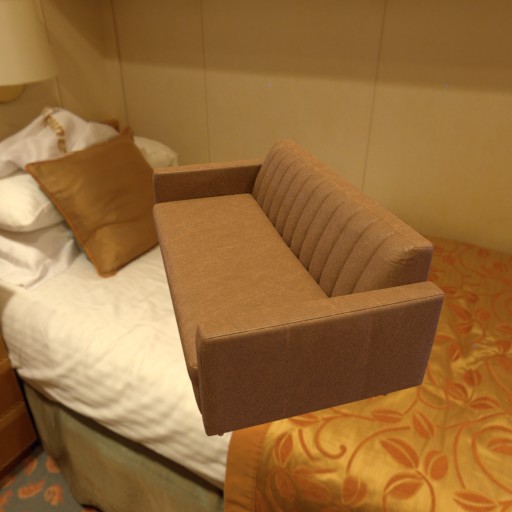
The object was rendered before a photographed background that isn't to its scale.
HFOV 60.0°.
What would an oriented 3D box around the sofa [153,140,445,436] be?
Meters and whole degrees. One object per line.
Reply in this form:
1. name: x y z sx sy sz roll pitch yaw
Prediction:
1. sofa: 0.000 0.000 2.445 0.993 0.821 1.847 -8 31 -14
